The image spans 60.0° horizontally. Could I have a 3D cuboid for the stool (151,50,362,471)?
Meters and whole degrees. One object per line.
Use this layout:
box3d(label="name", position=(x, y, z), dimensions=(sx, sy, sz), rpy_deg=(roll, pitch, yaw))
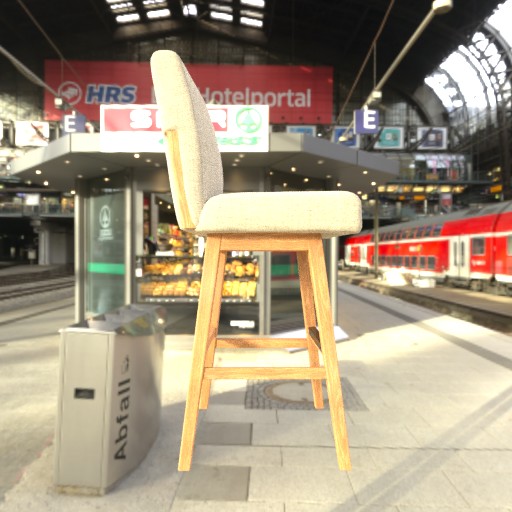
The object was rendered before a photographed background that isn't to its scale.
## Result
box3d(label="stool", position=(0.000, 0.000, 1.380), dimensions=(0.569, 1.106, 0.483), rpy_deg=(0, 0, 0))
